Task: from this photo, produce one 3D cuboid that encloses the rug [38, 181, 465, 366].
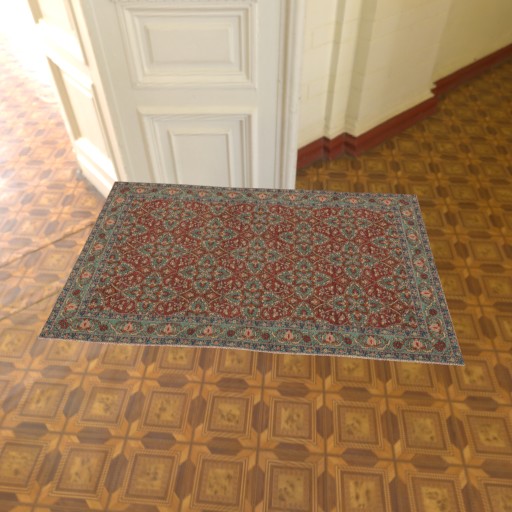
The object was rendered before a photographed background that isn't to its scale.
[{"bbox_3d":[0.000,0.000,3.048,2.439,0.011,1.533,3,46,3],"label":"rug"}]
